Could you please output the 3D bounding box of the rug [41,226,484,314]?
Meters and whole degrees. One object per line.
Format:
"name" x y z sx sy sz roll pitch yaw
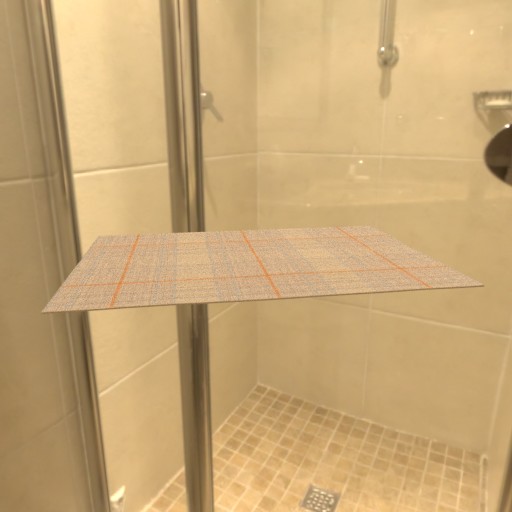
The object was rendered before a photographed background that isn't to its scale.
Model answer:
"rug" 0.000 0.000 2.375 1.825 0.015 1.232 -3 16 -9
